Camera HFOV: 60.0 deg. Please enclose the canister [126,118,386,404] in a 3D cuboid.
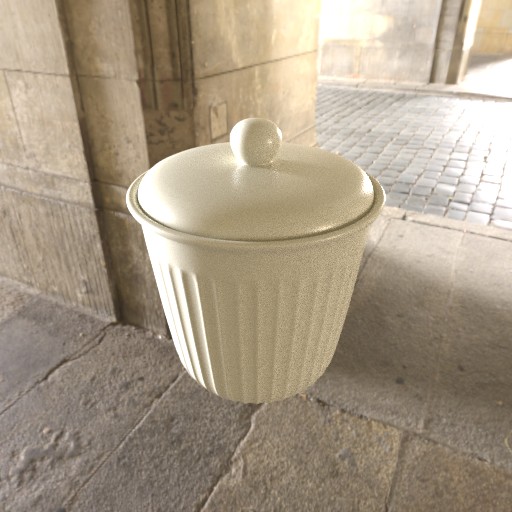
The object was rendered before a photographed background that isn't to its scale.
[{"bbox_3d":[0.000,0.000,0.348,0.181,0.211,0.181,0,30,0],"label":"canister"}]
